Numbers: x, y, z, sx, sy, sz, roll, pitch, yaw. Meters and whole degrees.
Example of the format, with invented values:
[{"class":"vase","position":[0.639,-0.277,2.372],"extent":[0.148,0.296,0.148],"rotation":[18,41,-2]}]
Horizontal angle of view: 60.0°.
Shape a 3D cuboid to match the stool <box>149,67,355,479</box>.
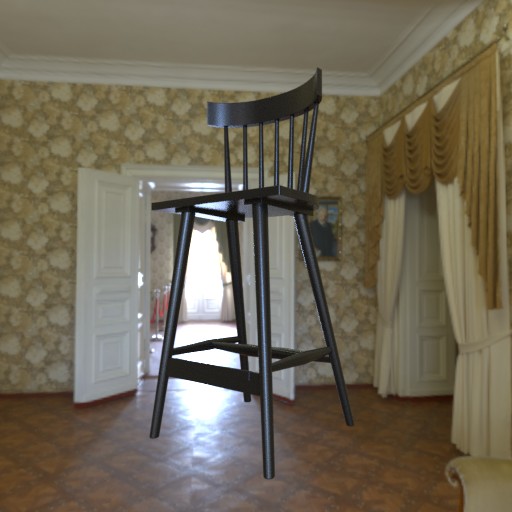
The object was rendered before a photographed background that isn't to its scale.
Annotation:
[{"class":"stool","position":[0.000,0.000,1.402],"extent":[0.482,1.092,0.483],"rotation":[-1,-2,37]}]
